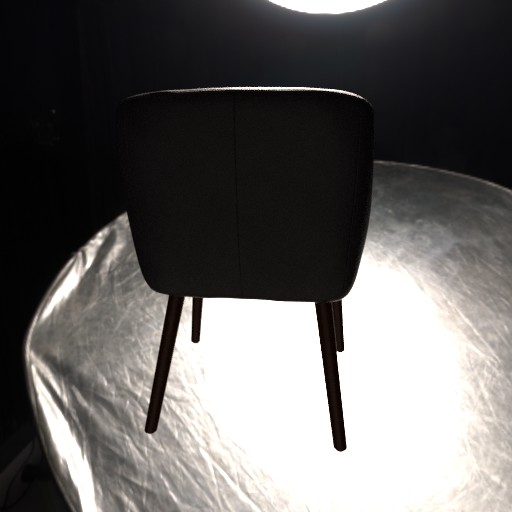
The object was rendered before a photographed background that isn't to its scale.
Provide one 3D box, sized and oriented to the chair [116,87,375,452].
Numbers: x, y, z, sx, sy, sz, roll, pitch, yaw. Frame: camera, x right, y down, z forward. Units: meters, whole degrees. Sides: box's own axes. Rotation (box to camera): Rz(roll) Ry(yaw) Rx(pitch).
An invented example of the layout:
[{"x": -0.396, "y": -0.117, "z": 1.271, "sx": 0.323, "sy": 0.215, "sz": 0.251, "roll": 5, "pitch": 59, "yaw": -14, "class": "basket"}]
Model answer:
[{"x": 0.000, "y": 0.000, "z": 1.233, "sx": 0.610, "sy": 0.828, "sz": 0.610, "roll": 2, "pitch": 15, "yaw": 8, "class": "chair"}]
